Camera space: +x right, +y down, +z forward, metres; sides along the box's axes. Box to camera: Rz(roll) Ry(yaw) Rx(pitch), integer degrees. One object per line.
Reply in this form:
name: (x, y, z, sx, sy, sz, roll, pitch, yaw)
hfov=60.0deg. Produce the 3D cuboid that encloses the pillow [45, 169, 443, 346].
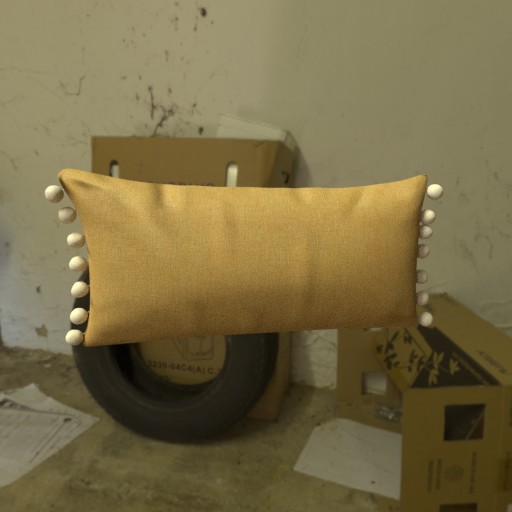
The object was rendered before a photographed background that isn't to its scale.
pillow: (0.000, 0.000, 0.822, 0.709, 0.322, 0.201, -2, 14, -7)
